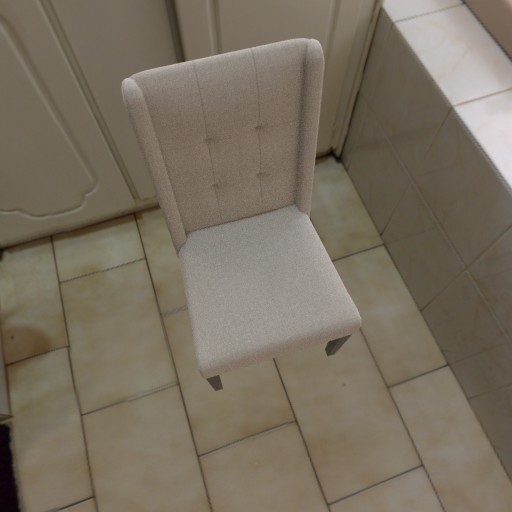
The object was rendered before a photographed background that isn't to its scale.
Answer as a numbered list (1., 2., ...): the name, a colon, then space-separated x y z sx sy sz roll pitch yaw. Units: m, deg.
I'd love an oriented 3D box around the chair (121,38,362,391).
1. chair: 0.000 0.000 1.257 0.474 0.961 0.523 -15 66 -7
